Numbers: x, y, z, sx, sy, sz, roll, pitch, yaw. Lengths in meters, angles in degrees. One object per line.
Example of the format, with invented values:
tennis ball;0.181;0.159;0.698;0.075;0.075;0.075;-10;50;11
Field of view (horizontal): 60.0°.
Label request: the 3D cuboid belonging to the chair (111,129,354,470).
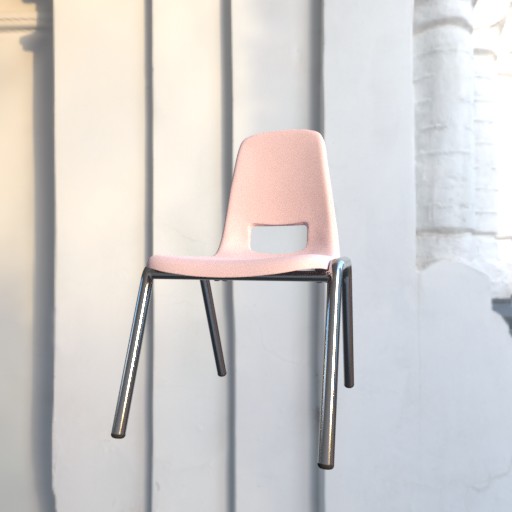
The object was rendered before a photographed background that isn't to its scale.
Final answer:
chair;0.000;0.000;0.848;0.354;0.586;0.423;0;0;18
